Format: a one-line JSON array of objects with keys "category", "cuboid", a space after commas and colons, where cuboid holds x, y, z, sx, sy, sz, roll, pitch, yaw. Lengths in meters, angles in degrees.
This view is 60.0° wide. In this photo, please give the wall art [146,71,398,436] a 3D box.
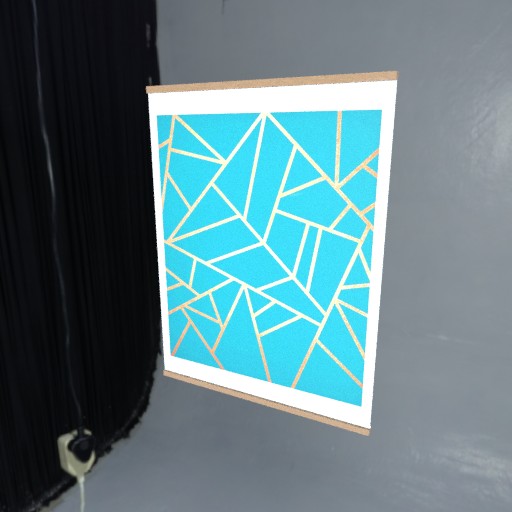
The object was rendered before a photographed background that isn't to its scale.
[{"category": "wall art", "cuboid": [0.000, 0.000, 0.819, 0.459, 0.608, 0.012, 8, 17, 26]}]
